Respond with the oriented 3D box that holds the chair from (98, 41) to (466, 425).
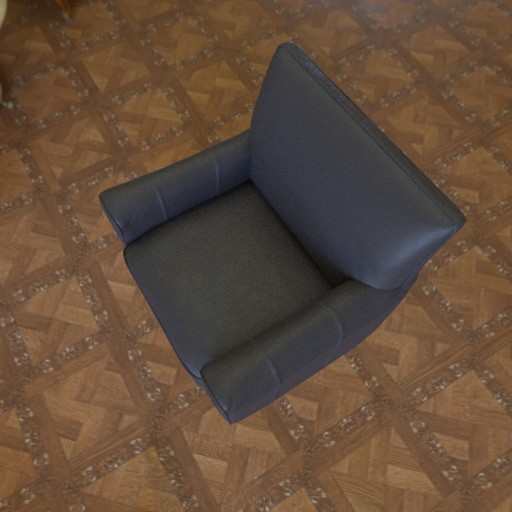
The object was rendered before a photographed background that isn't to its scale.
[{"bbox_3d":[0.000,0.000,1.603,0.825,0.943,0.870,-30,67,-14],"label":"chair"}]
